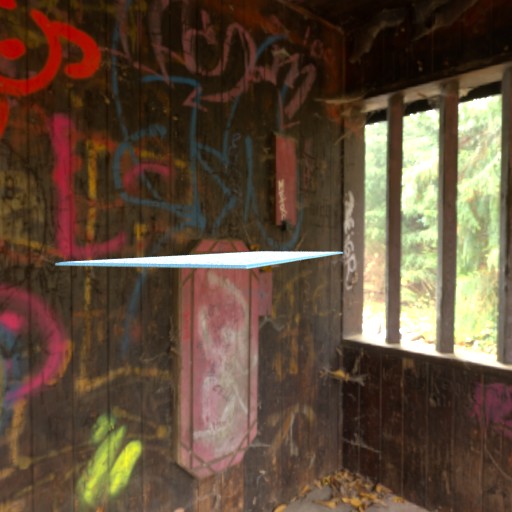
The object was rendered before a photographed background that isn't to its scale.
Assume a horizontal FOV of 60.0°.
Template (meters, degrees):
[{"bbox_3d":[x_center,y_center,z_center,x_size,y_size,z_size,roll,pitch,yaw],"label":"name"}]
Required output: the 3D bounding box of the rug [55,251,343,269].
[{"bbox_3d":[0.000,0.000,2.374,0.662,0.011,2.196,0,2,18],"label":"rug"}]
